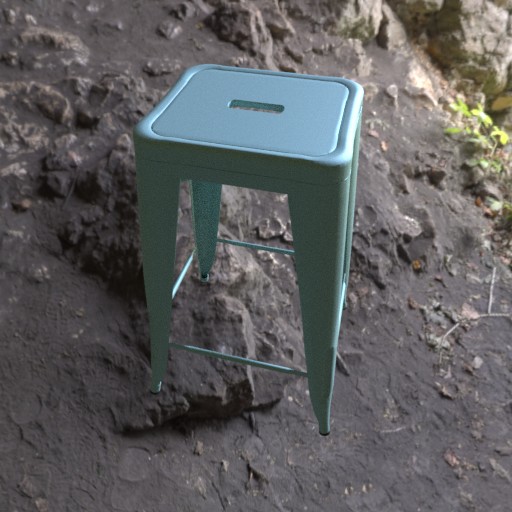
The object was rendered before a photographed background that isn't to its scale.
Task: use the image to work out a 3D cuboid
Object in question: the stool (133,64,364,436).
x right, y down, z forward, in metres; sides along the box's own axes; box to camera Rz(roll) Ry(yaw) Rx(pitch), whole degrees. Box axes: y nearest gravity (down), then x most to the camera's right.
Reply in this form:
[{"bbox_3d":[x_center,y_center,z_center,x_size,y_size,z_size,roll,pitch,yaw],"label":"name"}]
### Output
[{"bbox_3d":[0.000,0.000,0.846,0.399,0.609,0.359,10,46,10],"label":"stool"}]
